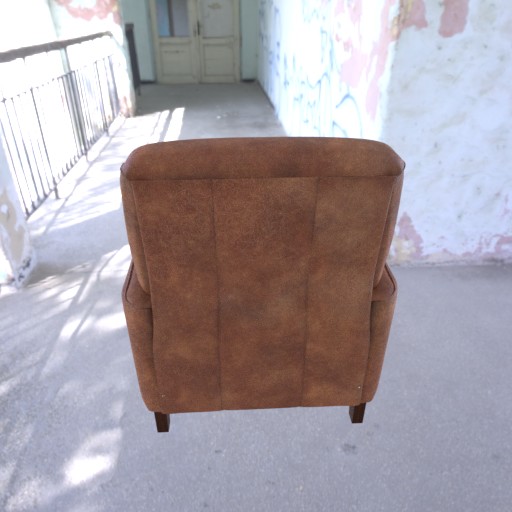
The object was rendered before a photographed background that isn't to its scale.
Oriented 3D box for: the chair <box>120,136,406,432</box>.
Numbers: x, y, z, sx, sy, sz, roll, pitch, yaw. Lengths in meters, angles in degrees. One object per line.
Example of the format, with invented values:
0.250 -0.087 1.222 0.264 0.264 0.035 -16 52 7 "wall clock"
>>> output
0.000 0.000 1.620 0.843 1.043 0.836 -2 30 -3 "chair"
